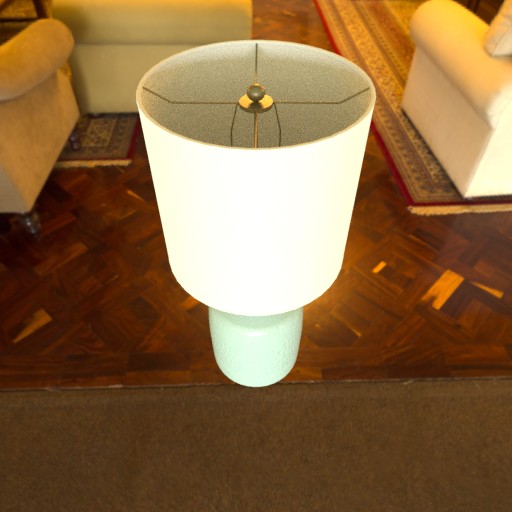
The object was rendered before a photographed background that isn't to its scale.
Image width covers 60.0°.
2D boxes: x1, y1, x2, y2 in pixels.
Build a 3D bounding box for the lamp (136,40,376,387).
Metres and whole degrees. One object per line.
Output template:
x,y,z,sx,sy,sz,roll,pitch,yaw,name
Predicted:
0.000,0.000,1.096,0.418,0.871,0.418,30,53,26,lamp
